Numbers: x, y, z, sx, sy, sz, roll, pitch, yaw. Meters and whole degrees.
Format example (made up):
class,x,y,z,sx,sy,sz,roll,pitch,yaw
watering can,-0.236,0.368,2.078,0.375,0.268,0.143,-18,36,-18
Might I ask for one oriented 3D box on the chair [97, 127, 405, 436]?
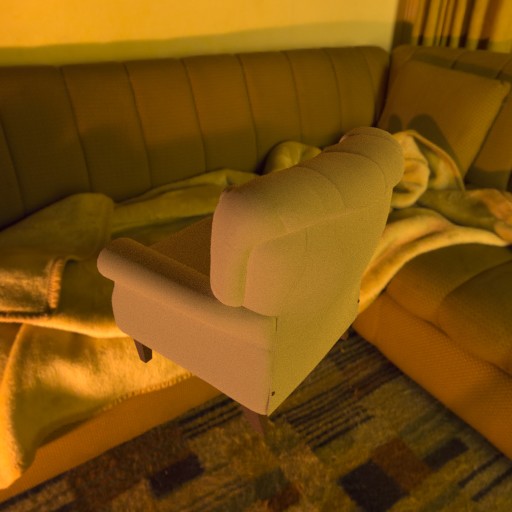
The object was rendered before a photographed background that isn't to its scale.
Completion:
class,x,y,z,sx,sy,sz,roll,pitch,yaw
chair,0.000,0.000,2.047,1.132,1.169,1.035,21,37,31
